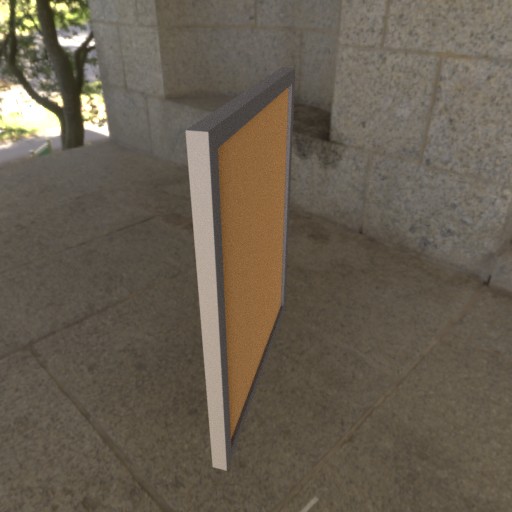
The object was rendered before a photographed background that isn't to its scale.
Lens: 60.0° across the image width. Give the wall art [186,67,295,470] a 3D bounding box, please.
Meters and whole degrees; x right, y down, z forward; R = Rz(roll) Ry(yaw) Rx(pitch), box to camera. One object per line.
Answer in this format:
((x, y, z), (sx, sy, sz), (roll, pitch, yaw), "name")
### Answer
((0.000, 0.000, 0.781), (0.029, 0.558, 0.458), (8, 32, 13), "wall art")
